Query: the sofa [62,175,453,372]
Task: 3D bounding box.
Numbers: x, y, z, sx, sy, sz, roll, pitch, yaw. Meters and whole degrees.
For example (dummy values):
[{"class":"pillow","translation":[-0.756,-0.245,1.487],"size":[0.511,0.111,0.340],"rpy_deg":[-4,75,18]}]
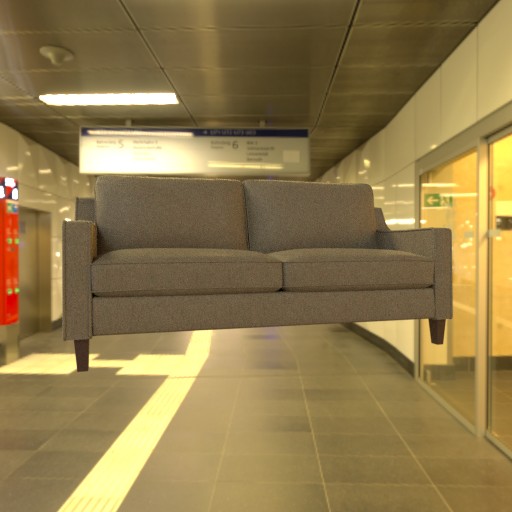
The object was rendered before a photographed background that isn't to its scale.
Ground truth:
[{"class":"sofa","translation":[0.000,0.000,2.829],"size":[2.181,1.074,1.073],"rpy_deg":[0,1,-17]}]
